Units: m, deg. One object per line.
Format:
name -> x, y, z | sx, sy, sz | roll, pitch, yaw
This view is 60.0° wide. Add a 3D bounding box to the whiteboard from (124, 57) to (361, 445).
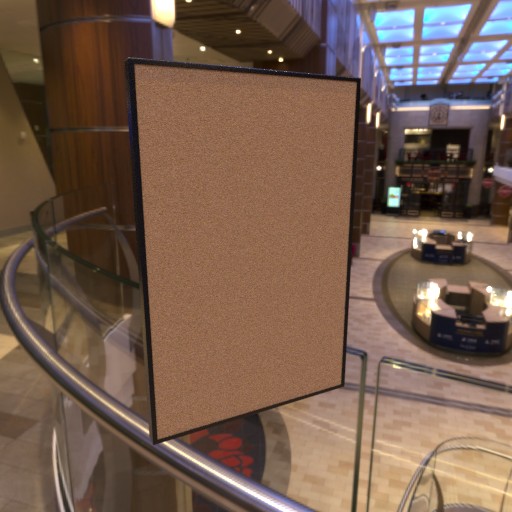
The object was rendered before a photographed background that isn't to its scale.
whiteboard -> 0.000, 0.000, 0.779 | 0.406, 0.611, 0.026 | -7, 16, -27
